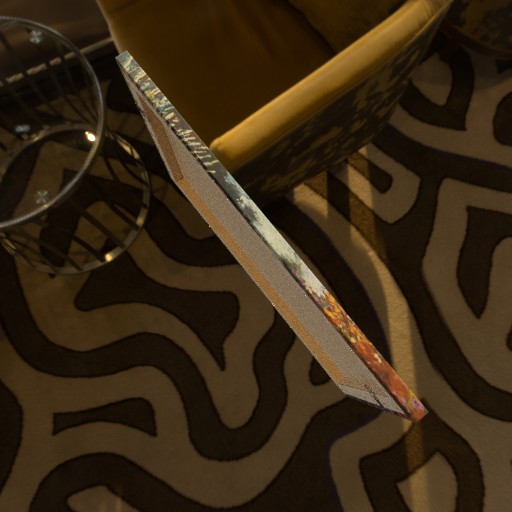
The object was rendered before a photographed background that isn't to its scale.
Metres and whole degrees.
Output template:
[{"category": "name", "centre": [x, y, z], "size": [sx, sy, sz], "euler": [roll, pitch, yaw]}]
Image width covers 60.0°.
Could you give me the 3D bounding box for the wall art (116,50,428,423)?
[{"category": "wall art", "centre": [0.000, 0.000, 1.414], "size": [0.042, 0.760, 1.136], "euler": [-38, 79, -8]}]
